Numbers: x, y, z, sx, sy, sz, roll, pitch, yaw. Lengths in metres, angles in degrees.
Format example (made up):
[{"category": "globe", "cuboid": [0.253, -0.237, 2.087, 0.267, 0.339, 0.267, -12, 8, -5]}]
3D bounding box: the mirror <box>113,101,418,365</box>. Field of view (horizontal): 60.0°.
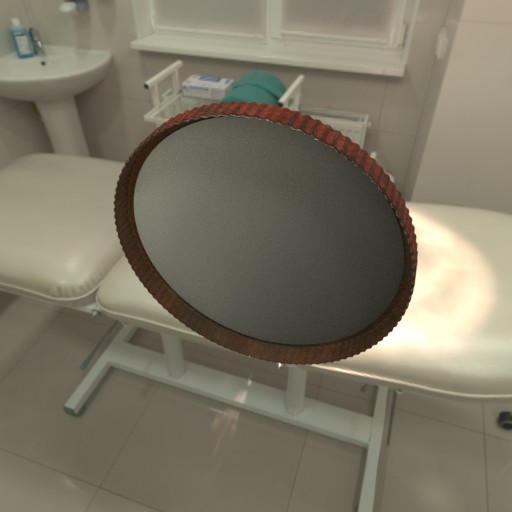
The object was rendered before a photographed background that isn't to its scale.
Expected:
[{"category": "mirror", "cuboid": [0.000, 0.000, 0.890, 0.609, 0.609, 0.056, 12, 43, 14]}]
